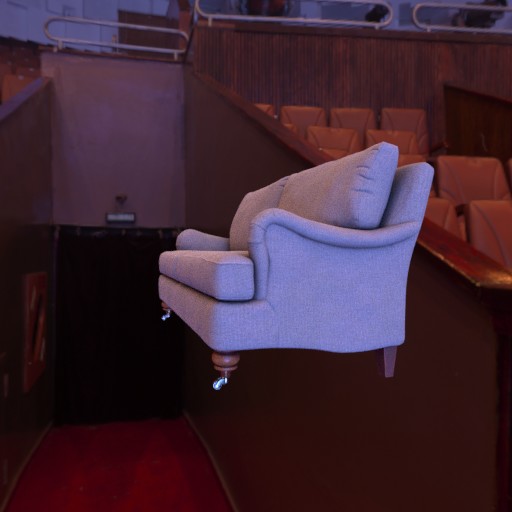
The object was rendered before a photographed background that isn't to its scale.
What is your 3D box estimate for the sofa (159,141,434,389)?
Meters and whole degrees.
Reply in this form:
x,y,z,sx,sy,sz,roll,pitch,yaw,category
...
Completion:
x,y,z,sx,sy,sz,roll,pitch,yaw,category
0.000,0.000,2.912,1.069,1.096,2.193,0,1,-18,sofa
